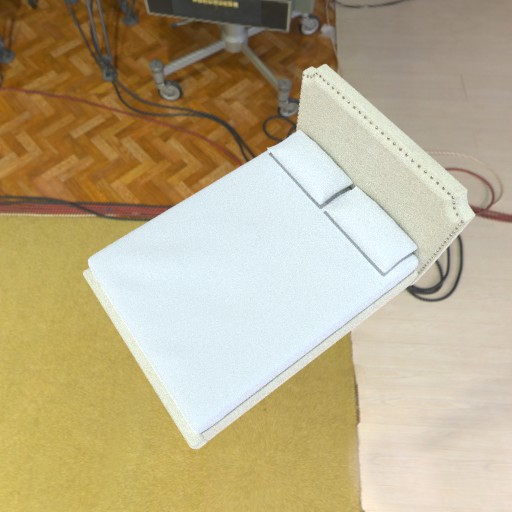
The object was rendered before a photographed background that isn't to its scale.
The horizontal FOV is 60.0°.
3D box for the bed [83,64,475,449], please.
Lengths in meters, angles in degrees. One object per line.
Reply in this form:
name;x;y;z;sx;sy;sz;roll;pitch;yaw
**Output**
bed;0.000;0.000;3.476;2.381;1.457;1.713;-34;69;-15
